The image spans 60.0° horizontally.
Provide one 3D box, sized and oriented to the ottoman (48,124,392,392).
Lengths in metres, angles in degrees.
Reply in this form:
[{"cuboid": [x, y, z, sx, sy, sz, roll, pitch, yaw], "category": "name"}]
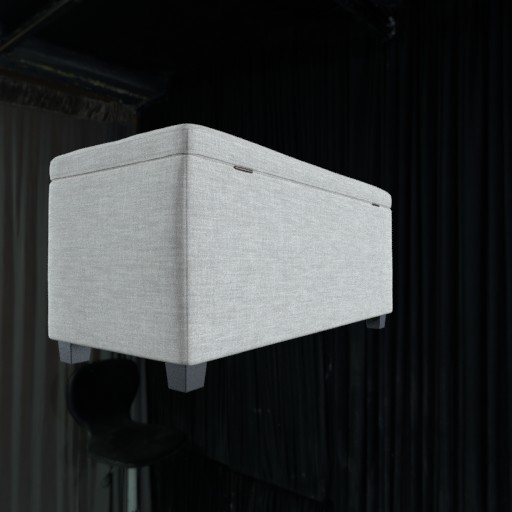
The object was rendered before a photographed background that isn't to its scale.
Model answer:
[{"cuboid": [0.000, 0.000, 1.127, 0.419, 0.432, 0.902, -1, -1, 36], "category": "ottoman"}]
